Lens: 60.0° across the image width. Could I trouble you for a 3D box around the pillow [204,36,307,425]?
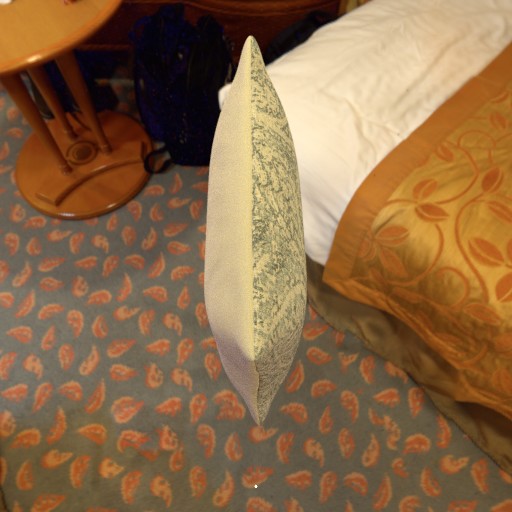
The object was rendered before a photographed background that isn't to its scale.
[{"bbox_3d":[0.000,0.000,0.805,0.166,0.510,0.523,-1,63,0],"label":"pillow"}]
